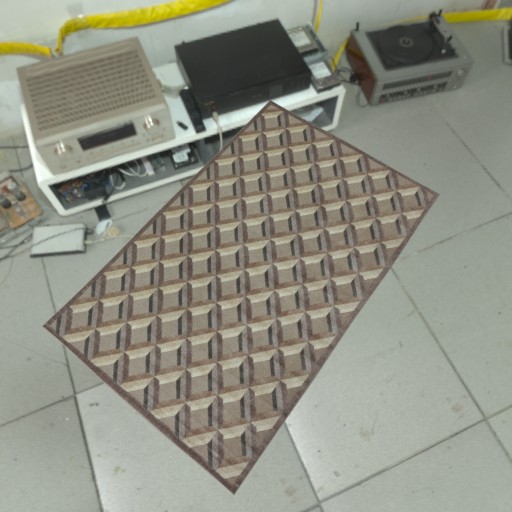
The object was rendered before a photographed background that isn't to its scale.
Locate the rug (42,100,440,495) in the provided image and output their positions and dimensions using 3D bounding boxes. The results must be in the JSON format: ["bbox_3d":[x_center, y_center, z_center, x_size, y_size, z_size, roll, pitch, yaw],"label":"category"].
[{"bbox_3d":[0.000,0.000,2.073,1.066,0.011,1.677,34,68,16],"label":"rug"}]
